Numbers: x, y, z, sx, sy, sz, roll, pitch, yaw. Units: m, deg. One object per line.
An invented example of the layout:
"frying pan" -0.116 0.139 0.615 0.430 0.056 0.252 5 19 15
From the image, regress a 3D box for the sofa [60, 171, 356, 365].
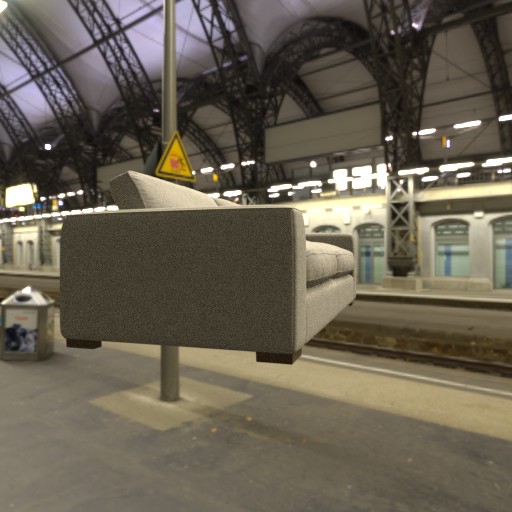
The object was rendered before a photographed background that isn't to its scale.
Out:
"sofa" 0.000 0.000 2.799 1.070 0.801 2.262 0 0 18
